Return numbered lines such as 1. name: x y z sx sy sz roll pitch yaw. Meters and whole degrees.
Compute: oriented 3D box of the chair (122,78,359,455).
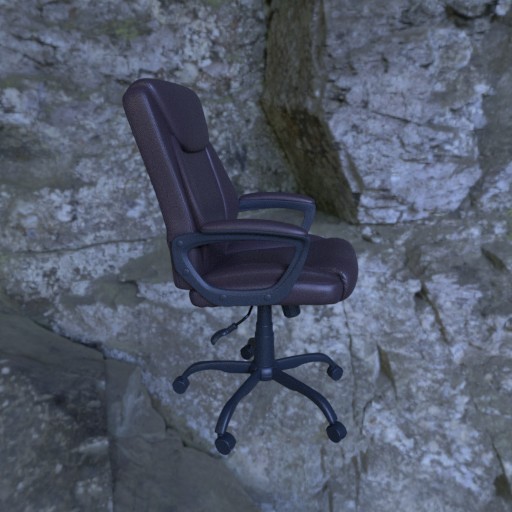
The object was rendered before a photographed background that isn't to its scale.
1. chair: 0.000 0.000 1.455 0.655 1.072 0.615 3 16 9
